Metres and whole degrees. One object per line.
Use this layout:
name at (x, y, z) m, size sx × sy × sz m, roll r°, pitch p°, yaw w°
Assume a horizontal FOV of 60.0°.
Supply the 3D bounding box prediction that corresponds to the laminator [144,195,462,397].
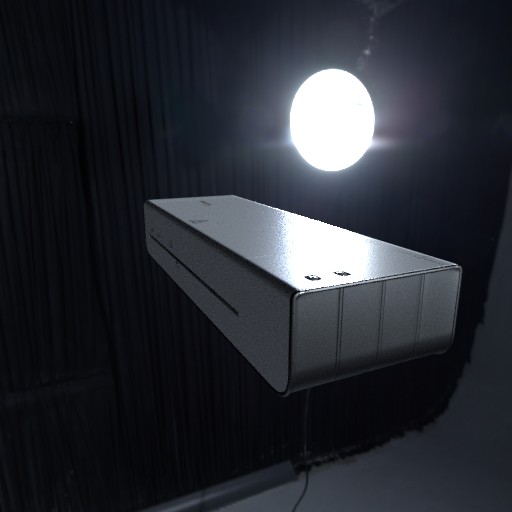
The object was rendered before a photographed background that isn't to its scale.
laminator at (0.000, 0.000, 0.387) m, size 0.123 × 0.062 × 0.340 m, roll -7°, pitch 17°, yaw -24°
